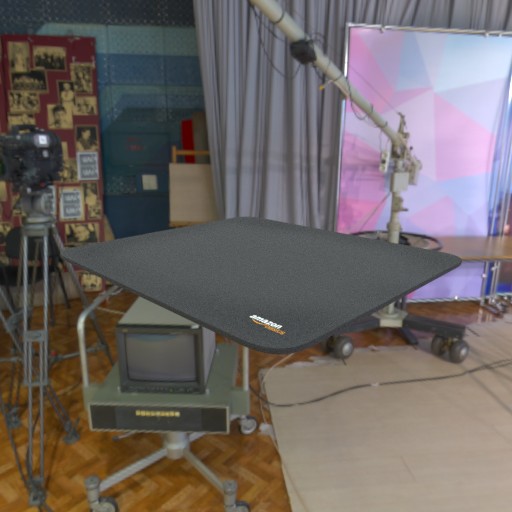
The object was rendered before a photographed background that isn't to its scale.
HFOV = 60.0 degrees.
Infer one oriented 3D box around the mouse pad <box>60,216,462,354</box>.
[{"bbox_3d":[0.000,0.000,0.324,0.229,0.003,0.203,15,22,43],"label":"mouse pad"}]
